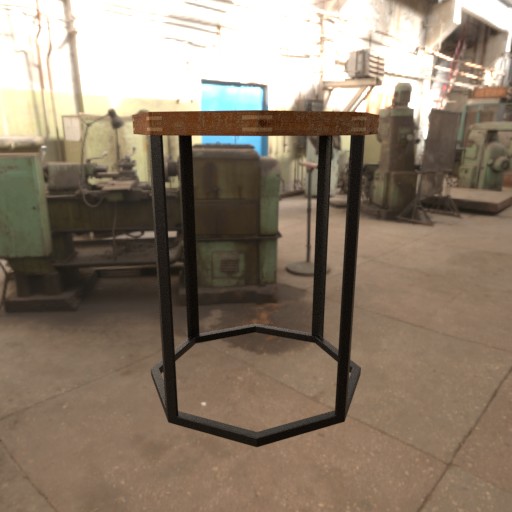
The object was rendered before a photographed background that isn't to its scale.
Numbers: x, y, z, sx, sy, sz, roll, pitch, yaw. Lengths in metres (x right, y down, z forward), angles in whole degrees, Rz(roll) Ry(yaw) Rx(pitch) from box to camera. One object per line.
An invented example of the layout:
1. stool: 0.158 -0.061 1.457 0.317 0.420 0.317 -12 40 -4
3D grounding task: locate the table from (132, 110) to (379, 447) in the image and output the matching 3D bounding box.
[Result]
1. table: 0.000 0.000 0.896 0.458 0.543 0.458 15 22 42
